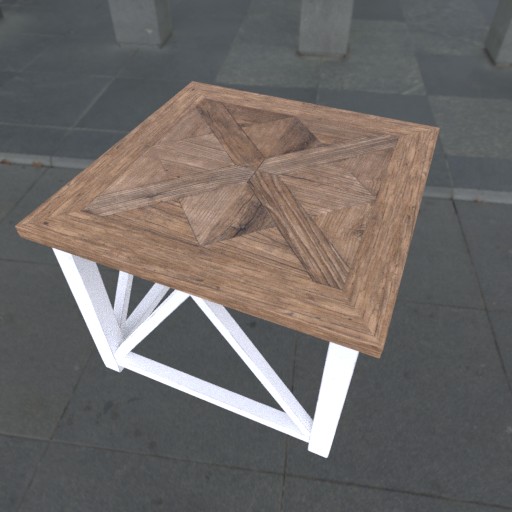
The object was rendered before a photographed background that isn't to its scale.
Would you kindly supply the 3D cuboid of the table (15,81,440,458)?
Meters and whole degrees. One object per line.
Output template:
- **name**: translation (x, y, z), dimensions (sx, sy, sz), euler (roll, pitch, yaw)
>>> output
- **table**: translation (0.000, 0.000, 1.161), dimensions (0.700, 0.532, 0.700), euler (17, 47, 16)
